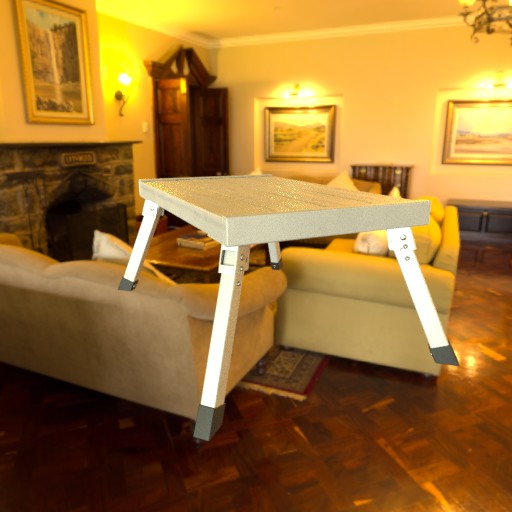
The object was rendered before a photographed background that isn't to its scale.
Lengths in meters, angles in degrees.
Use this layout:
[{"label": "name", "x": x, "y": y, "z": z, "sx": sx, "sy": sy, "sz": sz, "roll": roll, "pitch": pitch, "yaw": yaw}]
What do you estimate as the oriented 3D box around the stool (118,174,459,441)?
[{"label": "stool", "x": 0.000, "y": 0.000, "z": 0.735, "sx": 0.385, "sy": 0.225, "sz": 0.535, "roll": -7, "pitch": 17, "yaw": -24}]
